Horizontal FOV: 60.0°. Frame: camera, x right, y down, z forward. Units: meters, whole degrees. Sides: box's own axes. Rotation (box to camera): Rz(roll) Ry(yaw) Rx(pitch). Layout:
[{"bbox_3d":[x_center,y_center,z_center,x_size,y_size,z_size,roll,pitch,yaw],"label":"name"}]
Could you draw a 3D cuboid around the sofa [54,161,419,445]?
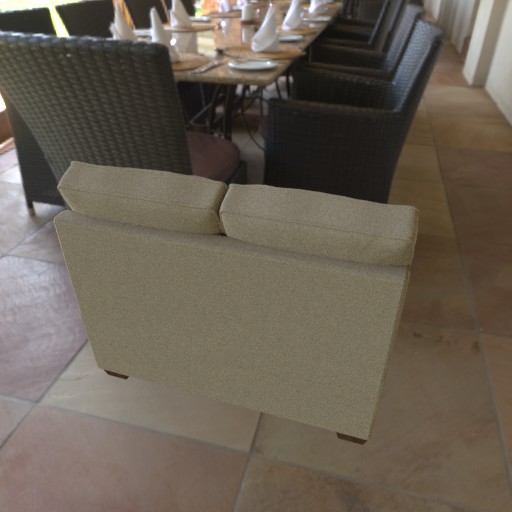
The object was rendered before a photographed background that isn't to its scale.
[{"bbox_3d":[0.000,0.000,1.976,1.237,1.008,0.951,10,35,15],"label":"sofa"}]
